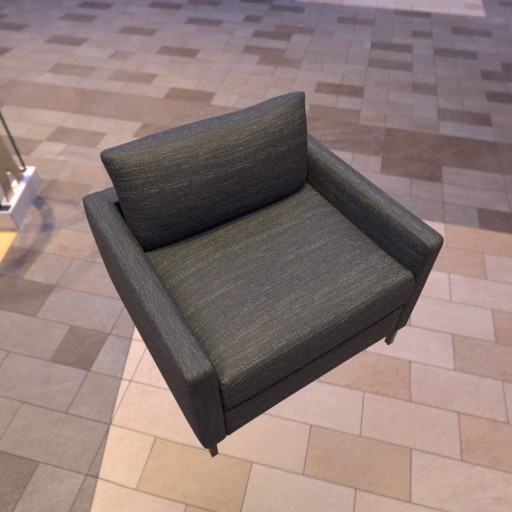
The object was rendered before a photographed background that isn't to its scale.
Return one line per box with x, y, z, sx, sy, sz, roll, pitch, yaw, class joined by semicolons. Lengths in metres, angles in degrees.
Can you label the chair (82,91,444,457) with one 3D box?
0.000;0.000;1.636;0.963;0.861;0.866;-25;52;-21;chair
